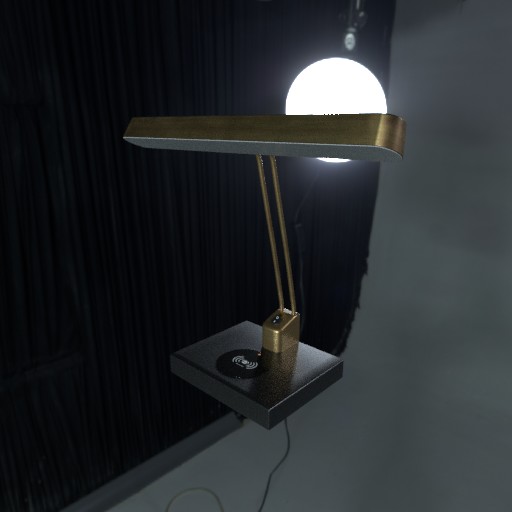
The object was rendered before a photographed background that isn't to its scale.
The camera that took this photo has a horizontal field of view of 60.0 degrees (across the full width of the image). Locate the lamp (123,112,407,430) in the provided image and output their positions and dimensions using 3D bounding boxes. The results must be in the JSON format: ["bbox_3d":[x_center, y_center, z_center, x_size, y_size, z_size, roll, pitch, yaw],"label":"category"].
[{"bbox_3d":[0.000,0.000,0.572,0.412,0.345,0.156,15,22,41],"label":"lamp"}]
